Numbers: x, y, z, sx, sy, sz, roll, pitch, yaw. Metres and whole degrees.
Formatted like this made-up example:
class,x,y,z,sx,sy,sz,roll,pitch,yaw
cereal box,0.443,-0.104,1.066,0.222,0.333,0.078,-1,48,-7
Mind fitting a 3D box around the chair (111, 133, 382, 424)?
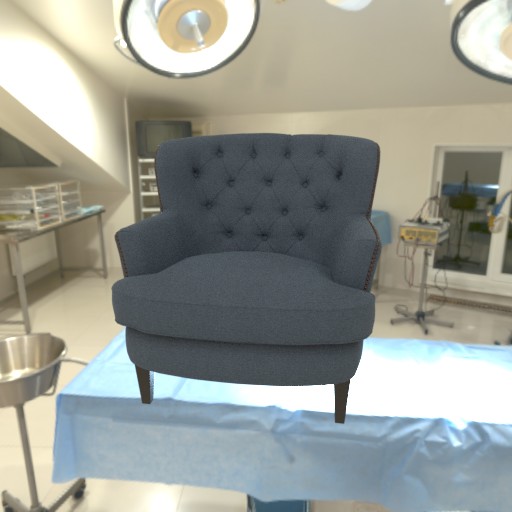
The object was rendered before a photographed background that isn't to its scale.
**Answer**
class,x,y,z,sx,sy,sz,roll,pitch,yaw
chair,0.000,0.000,1.583,0.848,0.868,0.906,2,14,9
